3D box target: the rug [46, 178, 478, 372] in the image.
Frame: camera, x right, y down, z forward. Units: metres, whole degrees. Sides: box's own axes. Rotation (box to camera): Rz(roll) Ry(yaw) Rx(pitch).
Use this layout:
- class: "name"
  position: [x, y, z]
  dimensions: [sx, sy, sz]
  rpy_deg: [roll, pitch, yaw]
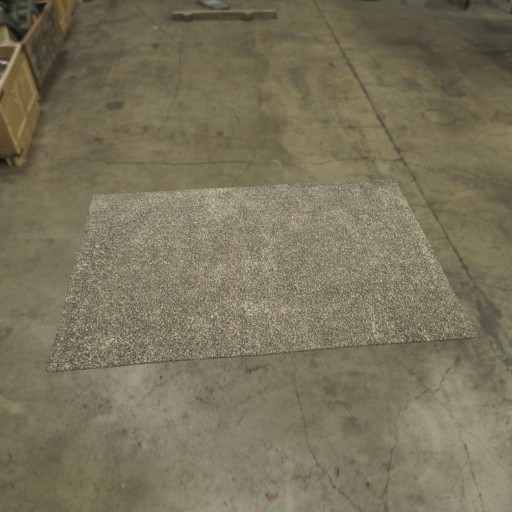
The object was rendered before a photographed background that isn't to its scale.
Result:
- class: "rug"
  position: [0.000, 0.000, 2.918]
  dimensions: [2.350, 0.025, 1.502]
  rpy_deg: [-4, 46, -4]
